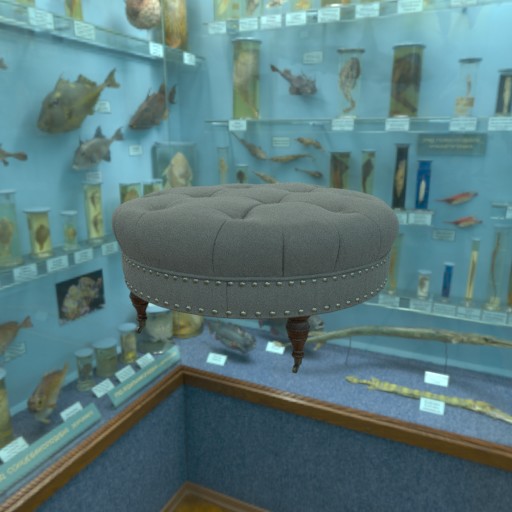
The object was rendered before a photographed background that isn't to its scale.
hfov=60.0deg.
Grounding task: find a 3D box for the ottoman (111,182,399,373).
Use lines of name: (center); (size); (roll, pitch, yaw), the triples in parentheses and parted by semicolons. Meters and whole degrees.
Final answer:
ottoman: (0.000, 0.000, 1.471); (0.901, 0.439, 0.901); (0, 15, 0)
